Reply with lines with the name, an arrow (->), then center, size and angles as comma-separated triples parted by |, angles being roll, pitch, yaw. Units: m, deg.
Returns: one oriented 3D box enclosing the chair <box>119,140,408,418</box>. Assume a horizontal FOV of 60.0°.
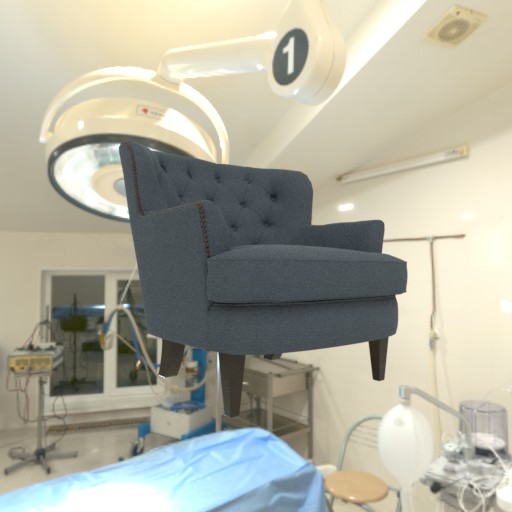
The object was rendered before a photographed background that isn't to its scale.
chair -> 0.000, 0.000, 1.602 | 0.848, 0.868, 0.906 | 1, -2, -38
